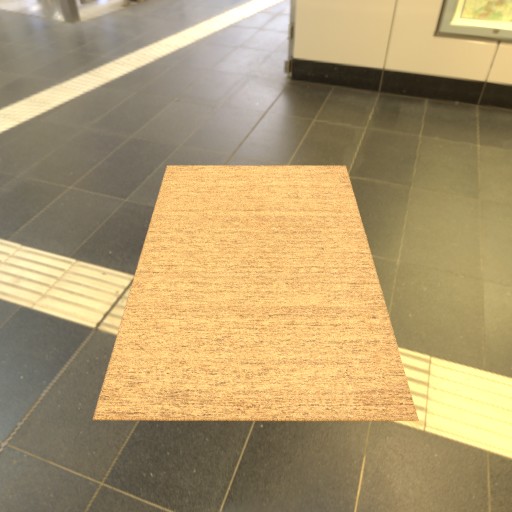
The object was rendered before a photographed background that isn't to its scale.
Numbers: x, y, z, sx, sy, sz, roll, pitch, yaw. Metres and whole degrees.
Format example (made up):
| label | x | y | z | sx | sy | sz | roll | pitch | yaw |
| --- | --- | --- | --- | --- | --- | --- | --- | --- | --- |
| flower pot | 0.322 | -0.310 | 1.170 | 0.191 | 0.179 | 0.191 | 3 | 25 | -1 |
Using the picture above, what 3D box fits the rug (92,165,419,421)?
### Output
| label | x | y | z | sx | sy | sz | roll | pitch | yaw |
| --- | --- | --- | --- | --- | --- | --- | --- | --- | --- |
| rug | 0.000 | 0.000 | 2.345 | 1.225 | 0.013 | 1.840 | 0 | 42 | 0 |
